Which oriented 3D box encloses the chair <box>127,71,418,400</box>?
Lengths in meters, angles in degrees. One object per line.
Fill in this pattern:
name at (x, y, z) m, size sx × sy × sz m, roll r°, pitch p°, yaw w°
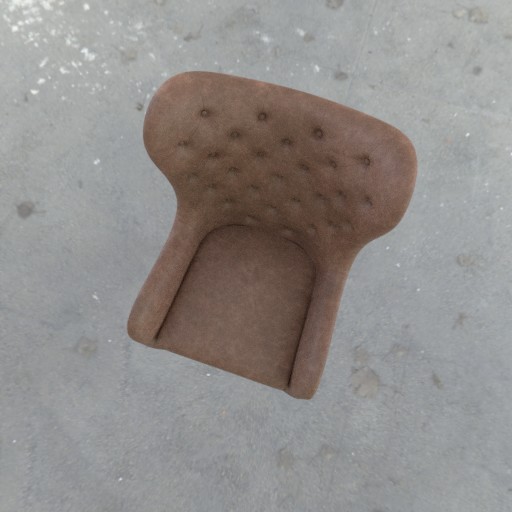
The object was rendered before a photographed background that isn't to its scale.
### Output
chair at (0.000, 0.000, 1.753) m, size 0.831 × 1.079 × 0.930 m, roll 18°, pitch 75°, yaw 5°
